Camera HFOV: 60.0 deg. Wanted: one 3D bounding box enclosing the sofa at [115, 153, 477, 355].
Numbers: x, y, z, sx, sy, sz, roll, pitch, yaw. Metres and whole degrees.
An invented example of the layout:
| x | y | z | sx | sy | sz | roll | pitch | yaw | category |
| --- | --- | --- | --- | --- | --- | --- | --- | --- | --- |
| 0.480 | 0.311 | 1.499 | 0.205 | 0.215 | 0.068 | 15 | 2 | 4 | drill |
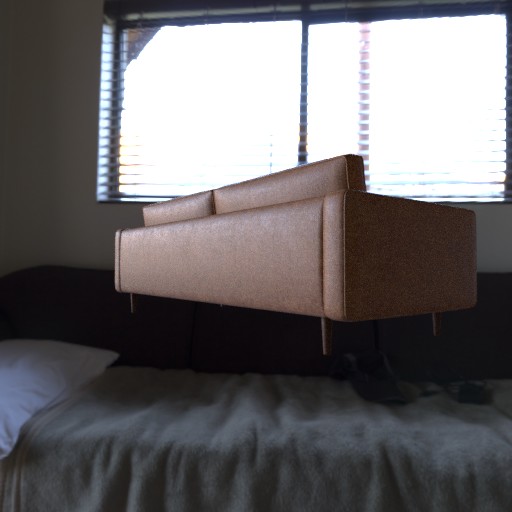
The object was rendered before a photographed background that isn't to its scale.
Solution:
| x | y | z | sx | sy | sz | roll | pitch | yaw | category |
| --- | --- | --- | --- | --- | --- | --- | --- | --- | --- |
| 0.000 | 0.000 | 2.613 | 0.919 | 0.770 | 2.200 | 1 | -2 | -37 | sofa |
